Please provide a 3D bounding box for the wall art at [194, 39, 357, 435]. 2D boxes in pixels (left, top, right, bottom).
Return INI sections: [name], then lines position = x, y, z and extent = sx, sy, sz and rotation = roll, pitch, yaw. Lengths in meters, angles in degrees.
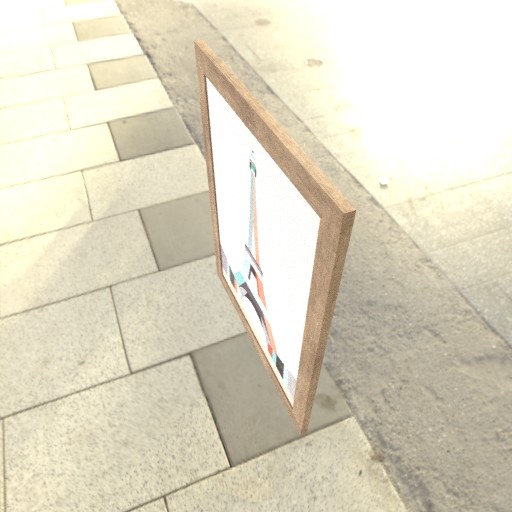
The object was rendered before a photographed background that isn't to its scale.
[wall art]
position = 0.000, 0.000, 0.933
extent = 0.018, 0.686, 0.534
rotation = -18, 50, -16
